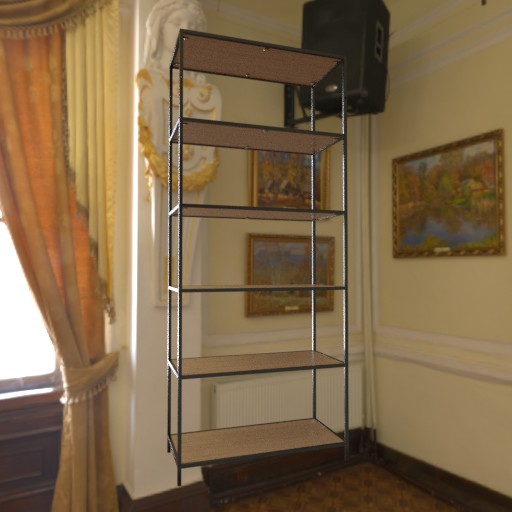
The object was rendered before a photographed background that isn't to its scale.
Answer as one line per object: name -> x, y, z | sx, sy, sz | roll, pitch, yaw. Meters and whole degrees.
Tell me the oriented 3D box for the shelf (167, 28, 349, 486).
shelf -> 0.000, 0.000, 2.075 | 0.770, 1.850, 0.350 | 1, -2, -18
